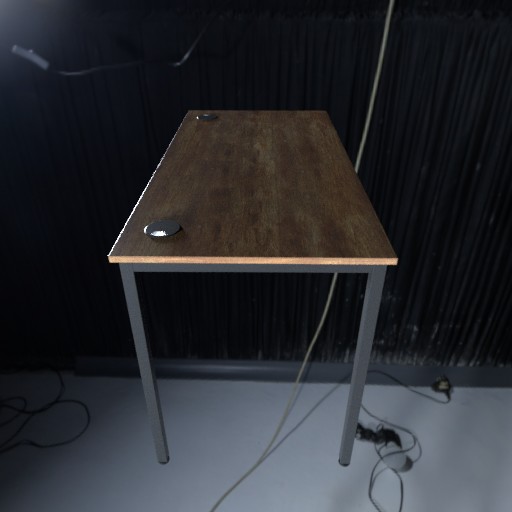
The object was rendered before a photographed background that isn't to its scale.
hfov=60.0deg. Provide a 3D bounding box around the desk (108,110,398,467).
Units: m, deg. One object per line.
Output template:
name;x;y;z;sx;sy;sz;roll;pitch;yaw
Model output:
desk;0.000;0.000;1.622;0.600;0.749;1.200;0;32;1
